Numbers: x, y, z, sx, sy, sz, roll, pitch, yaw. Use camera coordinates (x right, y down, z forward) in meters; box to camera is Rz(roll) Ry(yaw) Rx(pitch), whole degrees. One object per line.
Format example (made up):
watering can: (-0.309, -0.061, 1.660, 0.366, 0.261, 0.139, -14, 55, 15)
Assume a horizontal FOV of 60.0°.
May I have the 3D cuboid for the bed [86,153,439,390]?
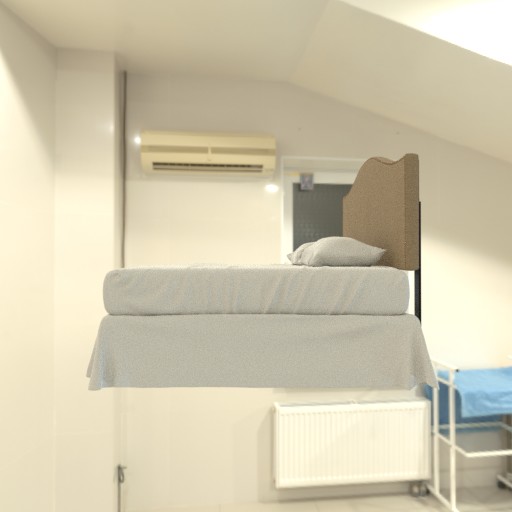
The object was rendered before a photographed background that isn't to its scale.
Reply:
bed: (0.000, 0.000, 3.757, 2.222, 1.651, 2.311, 0, -1, -1)
